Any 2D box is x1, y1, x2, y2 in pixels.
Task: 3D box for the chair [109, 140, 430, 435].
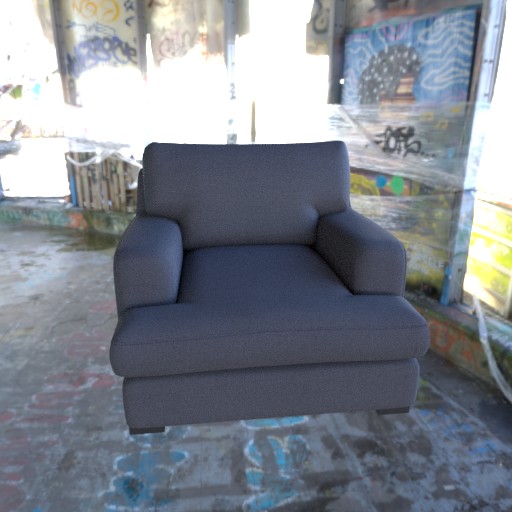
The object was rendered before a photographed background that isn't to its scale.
[{"bbox_3d":[0.000,0.000,1.957,1.168,0.940,1.143,-2,18,-7],"label":"chair"}]
